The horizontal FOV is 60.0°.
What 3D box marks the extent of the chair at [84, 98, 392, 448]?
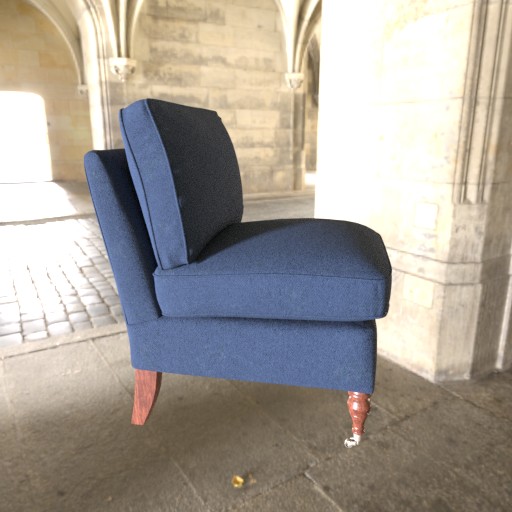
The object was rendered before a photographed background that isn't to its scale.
[{"bbox_3d":[0.000,0.000,1.623,0.912,1.052,0.724,3,15,11],"label":"chair"}]
